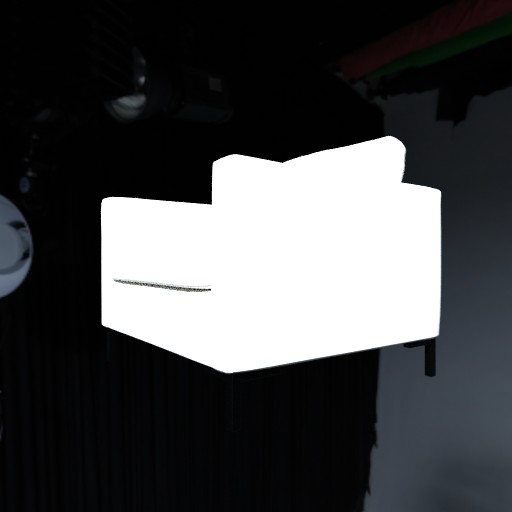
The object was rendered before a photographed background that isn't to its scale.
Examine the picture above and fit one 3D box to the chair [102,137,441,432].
[{"bbox_3d":[0.000,0.000,1.601,0.875,0.806,0.964,0,0,-36],"label":"chair"}]
